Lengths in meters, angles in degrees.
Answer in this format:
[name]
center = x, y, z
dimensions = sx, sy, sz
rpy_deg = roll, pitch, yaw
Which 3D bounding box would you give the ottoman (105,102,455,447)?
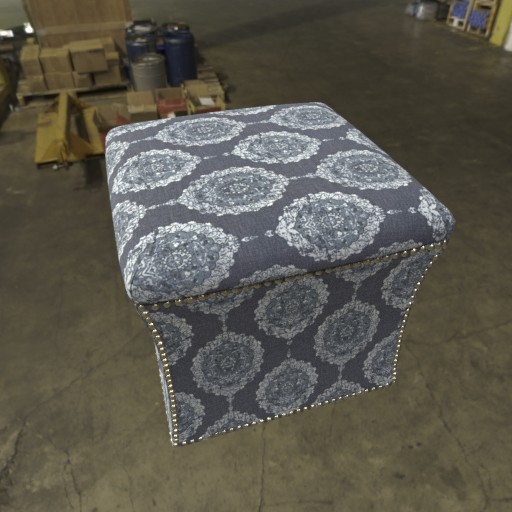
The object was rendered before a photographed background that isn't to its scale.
[ottoman]
center = 0.000, 0.000, 0.907
dimensions = 0.507, 0.475, 0.497
rpy_deg = -11, 41, -13
